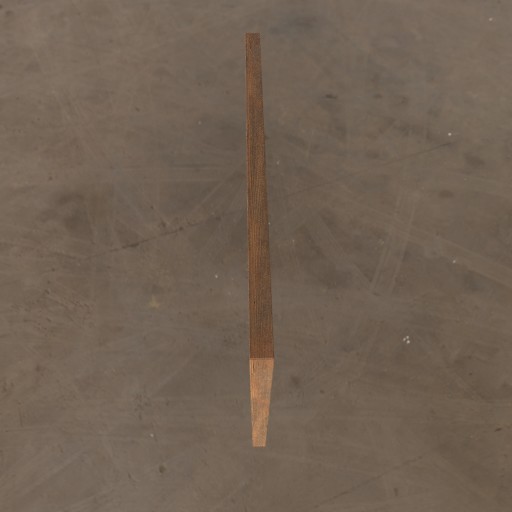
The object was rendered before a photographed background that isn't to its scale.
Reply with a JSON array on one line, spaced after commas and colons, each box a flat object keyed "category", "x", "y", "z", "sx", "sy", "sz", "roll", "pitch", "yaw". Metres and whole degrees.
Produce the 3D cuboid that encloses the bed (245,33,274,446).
[{"category": "bed", "x": 0.000, "y": 0.000, "z": 1.496, "sx": 0.046, "sy": 0.942, "sz": 1.046, "roll": -1, "pitch": 58, "yaw": -1}]
